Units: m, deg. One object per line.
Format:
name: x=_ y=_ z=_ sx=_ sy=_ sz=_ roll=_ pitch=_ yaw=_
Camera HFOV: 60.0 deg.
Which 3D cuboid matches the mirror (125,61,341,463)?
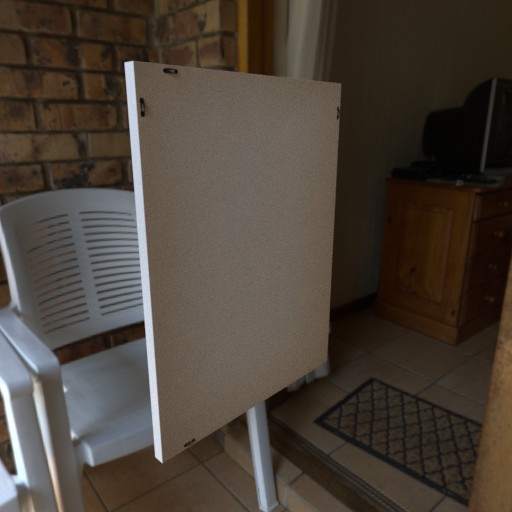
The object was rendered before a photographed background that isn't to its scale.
mirror: x=0.000 y=0.000 z=1.338 sx=0.040 sy=1.016 sz=0.762 roll=16 pitch=23 yaw=42
